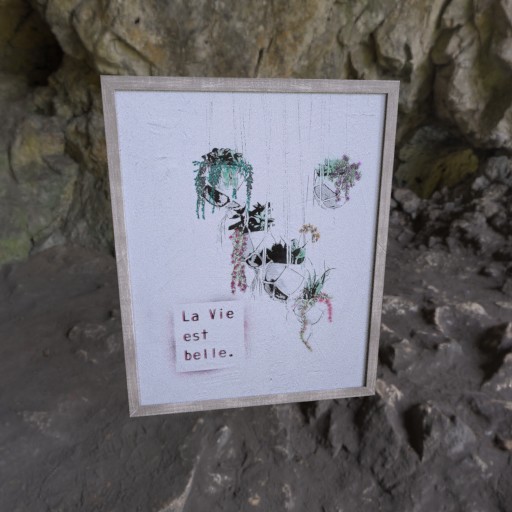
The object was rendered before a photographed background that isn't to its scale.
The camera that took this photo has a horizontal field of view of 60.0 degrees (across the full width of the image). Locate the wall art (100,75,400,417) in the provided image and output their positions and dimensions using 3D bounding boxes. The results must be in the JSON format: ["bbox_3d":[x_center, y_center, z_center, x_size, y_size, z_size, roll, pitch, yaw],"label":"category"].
[{"bbox_3d":[0.000,0.000,0.700,0.421,0.521,0.032,-2,16,-9],"label":"wall art"}]
